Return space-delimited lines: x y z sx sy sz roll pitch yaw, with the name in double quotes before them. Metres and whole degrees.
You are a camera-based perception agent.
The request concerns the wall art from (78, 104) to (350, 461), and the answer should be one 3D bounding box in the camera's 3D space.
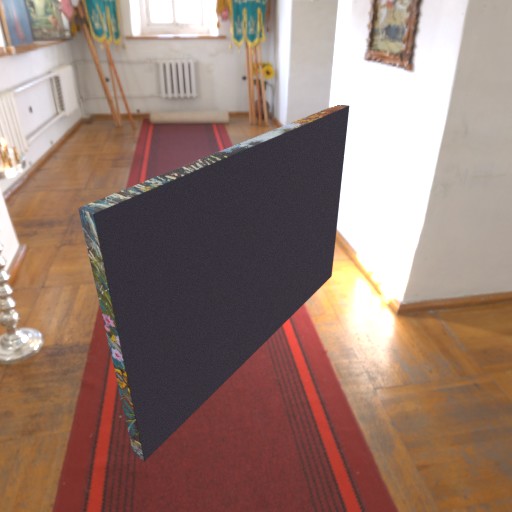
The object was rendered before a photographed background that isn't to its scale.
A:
"wall art" 0.000 0.000 1.153 0.037 0.604 0.908 20 36 30
